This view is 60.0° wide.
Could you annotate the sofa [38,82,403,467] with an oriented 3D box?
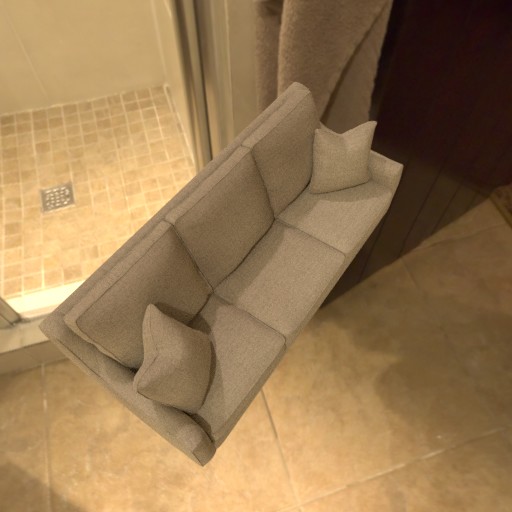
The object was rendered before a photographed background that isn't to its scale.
[{"bbox_3d":[0.000,0.000,2.481,0.865,0.914,2.031,31,63,18],"label":"sofa"}]
